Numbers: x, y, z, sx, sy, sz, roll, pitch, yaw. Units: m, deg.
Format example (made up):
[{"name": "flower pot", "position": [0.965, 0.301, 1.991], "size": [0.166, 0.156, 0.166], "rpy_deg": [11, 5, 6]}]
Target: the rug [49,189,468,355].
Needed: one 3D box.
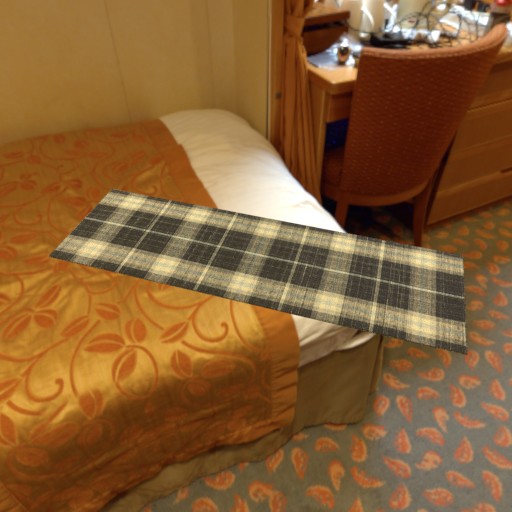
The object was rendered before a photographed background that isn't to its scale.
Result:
[{"name": "rug", "position": [0.000, 0.000, 2.719], "size": [2.434, 0.012, 0.760], "rpy_deg": [12, 45, 12]}]
